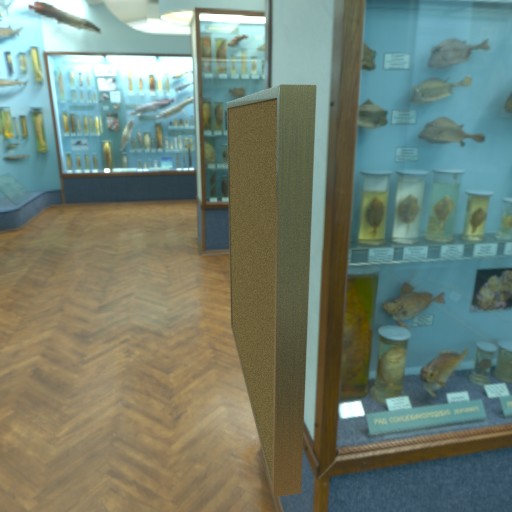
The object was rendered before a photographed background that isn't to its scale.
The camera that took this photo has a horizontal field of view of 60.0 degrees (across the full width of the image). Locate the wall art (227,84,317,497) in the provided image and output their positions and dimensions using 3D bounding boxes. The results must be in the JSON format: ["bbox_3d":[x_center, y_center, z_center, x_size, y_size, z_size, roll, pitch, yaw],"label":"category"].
[{"bbox_3d":[0.000,0.000,0.746,0.037,0.505,0.505,-3,17,-9],"label":"wall art"}]
